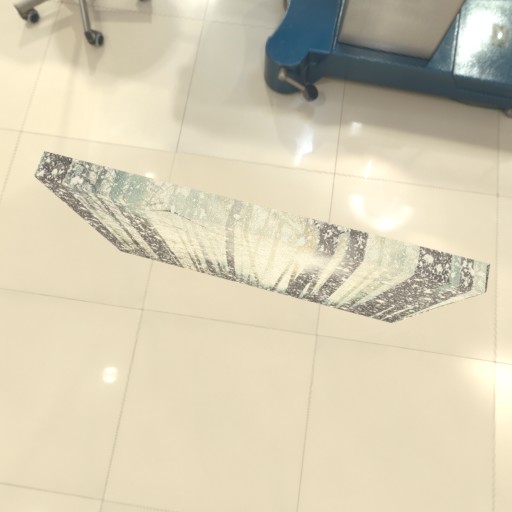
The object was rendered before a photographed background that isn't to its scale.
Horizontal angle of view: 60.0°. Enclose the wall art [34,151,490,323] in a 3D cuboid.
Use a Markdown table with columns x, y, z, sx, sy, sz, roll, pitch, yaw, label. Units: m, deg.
| x | y | z | sx | sy | sz | roll | pitch | yaw | label |
| --- | --- | --- | --- | --- | --- | --- | --- | --- | --- |
| 0.000 | 0.000 | 0.780 | 0.618 | 0.398 | 0.042 | 15 | 76 | 4 | wall art |
